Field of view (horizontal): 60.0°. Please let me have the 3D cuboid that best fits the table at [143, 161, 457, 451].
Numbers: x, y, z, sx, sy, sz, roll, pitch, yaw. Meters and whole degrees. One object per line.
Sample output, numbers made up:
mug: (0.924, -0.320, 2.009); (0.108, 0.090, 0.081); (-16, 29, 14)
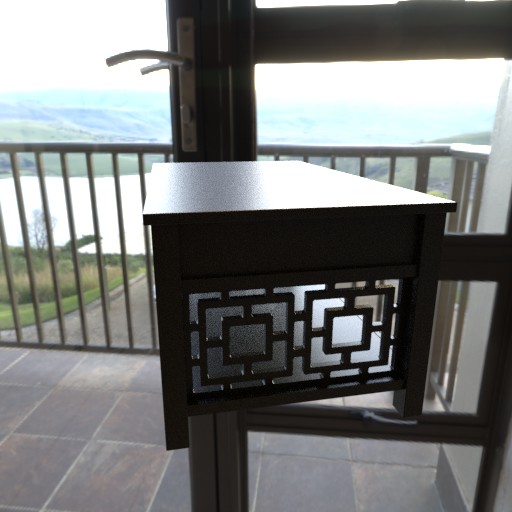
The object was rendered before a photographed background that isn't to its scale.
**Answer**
table: (0.000, 0.000, 1.381); (0.612, 0.493, 1.068); (-3, 17, -11)
